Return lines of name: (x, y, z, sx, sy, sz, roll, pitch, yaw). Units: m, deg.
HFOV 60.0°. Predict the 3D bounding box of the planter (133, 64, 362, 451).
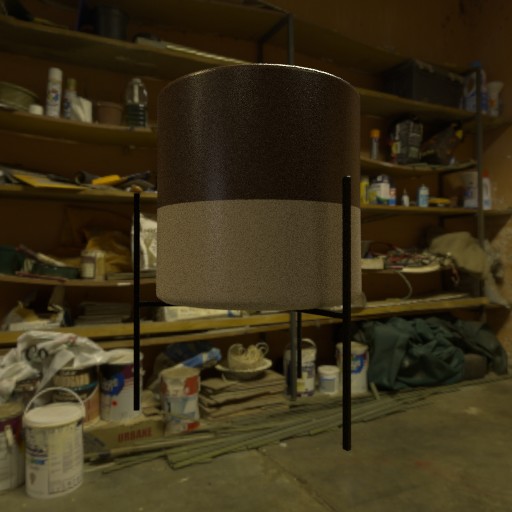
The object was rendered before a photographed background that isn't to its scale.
planter: (0.000, 0.000, 0.533, 0.250, 0.353, 0.260, 0, 0, 19)
